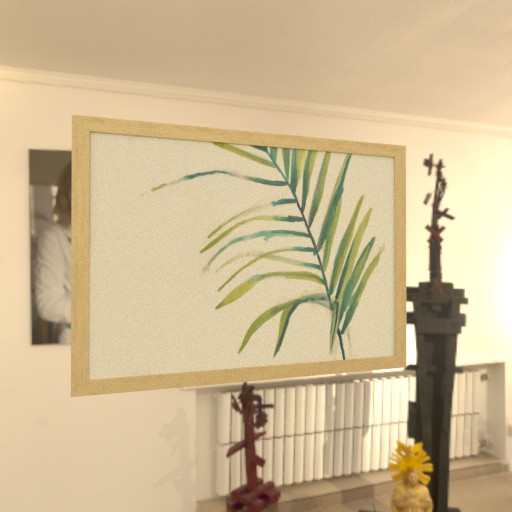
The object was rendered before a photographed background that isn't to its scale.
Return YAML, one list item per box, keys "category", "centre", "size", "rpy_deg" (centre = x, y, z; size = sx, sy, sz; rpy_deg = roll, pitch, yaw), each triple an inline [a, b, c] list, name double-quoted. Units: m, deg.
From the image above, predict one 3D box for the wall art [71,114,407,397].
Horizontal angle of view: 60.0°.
- category: "wall art"
  centre: [0.000, 0.000, 0.693]
  size: [0.532, 0.380, 0.032]
  rpy_deg: [0, -1, -18]
